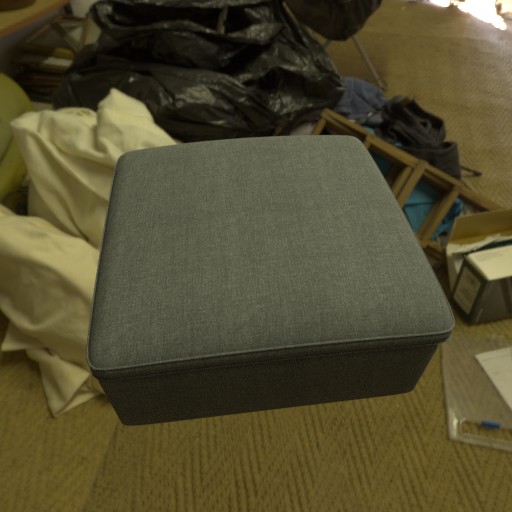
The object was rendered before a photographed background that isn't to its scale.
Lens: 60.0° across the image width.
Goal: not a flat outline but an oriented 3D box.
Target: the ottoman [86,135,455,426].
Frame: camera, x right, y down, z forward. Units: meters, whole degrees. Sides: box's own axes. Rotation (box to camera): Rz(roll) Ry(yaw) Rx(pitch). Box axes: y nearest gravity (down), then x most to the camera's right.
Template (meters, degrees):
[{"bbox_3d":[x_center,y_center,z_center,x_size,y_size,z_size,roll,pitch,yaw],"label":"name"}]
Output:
[{"bbox_3d":[0.000,0.000,1.702,1.067,0.559,1.067,-5,47,-5],"label":"ottoman"}]
